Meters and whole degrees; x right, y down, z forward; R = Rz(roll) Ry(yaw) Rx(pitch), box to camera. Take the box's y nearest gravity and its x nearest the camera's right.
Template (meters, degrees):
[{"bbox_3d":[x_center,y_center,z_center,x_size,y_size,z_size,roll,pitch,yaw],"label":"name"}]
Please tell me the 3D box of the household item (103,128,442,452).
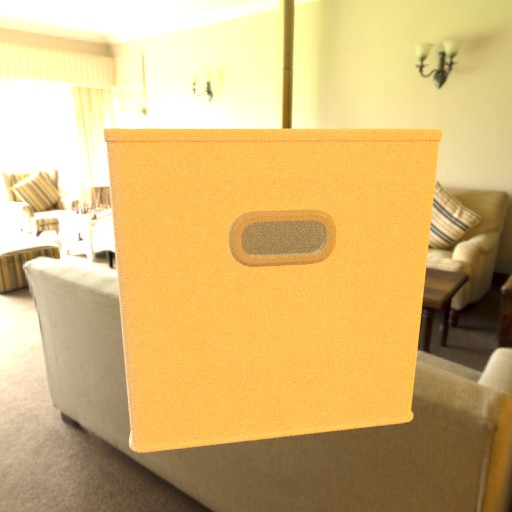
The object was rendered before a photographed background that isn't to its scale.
[{"bbox_3d":[0.000,0.000,0.558,0.305,0.305,0.305,-3,16,-9],"label":"household item"}]
